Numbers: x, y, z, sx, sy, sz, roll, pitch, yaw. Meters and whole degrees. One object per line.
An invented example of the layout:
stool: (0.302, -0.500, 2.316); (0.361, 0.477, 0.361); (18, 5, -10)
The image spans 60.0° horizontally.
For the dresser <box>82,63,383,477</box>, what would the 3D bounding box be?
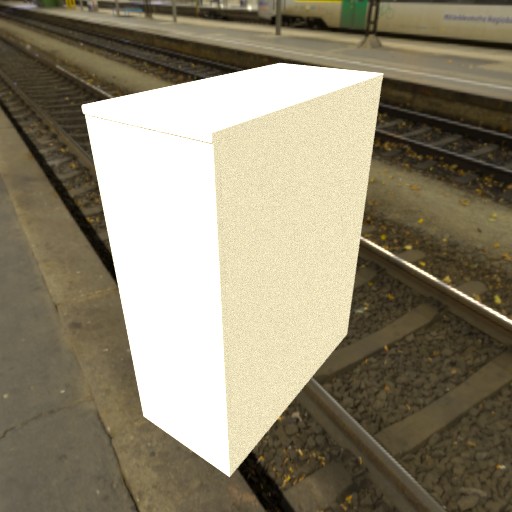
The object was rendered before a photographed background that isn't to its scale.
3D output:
dresser: (0.000, 0.000, 1.435); (0.380, 1.040, 0.800); (20, 37, 30)
